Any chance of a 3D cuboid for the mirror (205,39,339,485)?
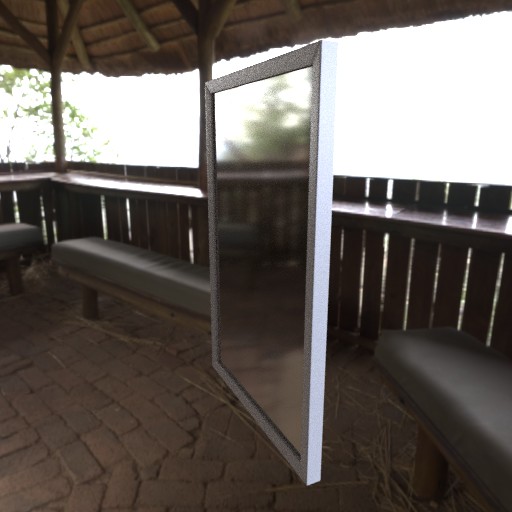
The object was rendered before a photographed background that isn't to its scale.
[{"bbox_3d":[0.000,0.000,1.151,0.041,0.914,0.609,-7,16,-25],"label":"mirror"}]
